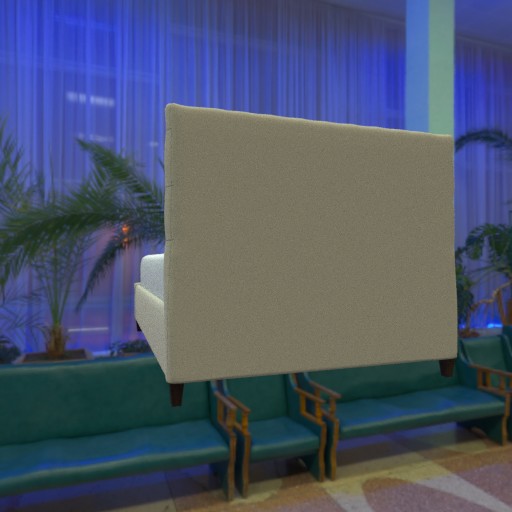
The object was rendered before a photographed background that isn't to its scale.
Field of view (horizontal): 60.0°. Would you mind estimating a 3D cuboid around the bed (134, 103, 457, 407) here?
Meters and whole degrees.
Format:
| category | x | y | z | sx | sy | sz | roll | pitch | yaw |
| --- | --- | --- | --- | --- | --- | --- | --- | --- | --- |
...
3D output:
| category | x | y | z | sx | sy | sz | roll | pitch | yaw |
| --- | --- | --- | --- | --- | --- | --- | --- | --- | --- |
| bed | 0.000 | 0.000 | 3.436 | 1.698 | 1.427 | 2.387 | 0 | 0 | -19 |
